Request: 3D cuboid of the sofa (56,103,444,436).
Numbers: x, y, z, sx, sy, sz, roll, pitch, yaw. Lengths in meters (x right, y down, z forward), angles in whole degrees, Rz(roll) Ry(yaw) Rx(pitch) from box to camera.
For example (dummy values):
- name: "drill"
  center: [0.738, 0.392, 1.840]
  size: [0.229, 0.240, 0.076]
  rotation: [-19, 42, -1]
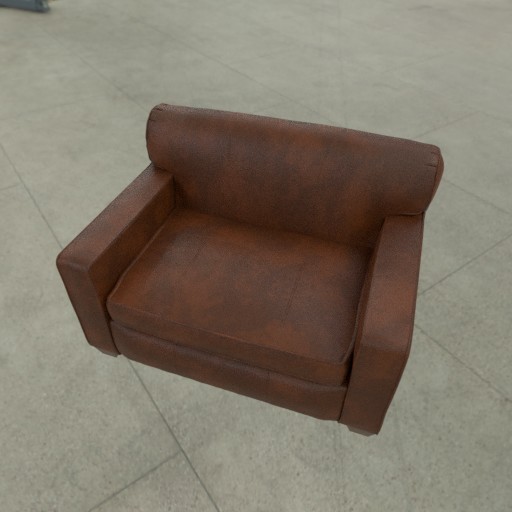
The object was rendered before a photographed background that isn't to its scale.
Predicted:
- name: "sofa"
  center: [0.000, 0.000, 2.011]
  size: [1.413, 0.956, 1.000]
  rotation: [13, 43, 14]
